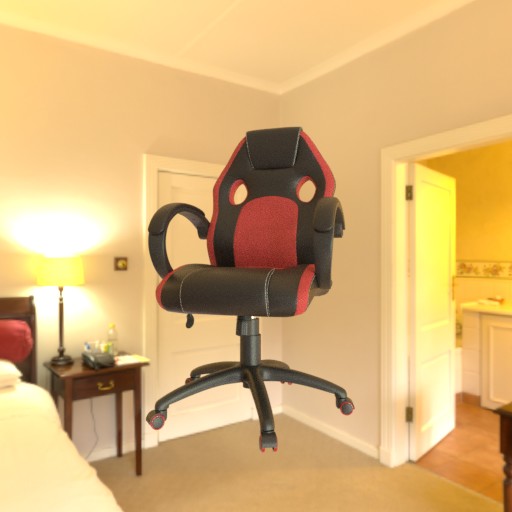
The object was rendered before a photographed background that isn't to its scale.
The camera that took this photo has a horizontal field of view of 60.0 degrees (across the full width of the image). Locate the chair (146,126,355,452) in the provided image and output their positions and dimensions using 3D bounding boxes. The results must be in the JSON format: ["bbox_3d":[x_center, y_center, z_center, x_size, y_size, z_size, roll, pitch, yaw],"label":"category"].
[{"bbox_3d":[0.000,0.000,1.731,0.750,1.189,0.783,0,0,17],"label":"chair"}]
